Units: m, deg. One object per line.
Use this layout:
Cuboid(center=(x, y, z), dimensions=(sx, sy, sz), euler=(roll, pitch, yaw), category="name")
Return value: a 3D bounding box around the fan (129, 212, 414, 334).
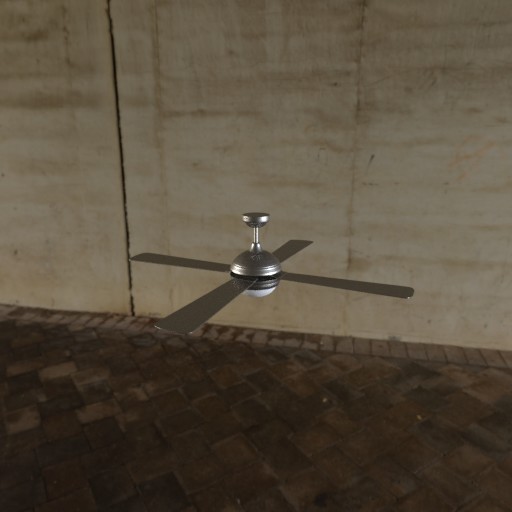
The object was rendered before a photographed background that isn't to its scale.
Cuboid(center=(0.000, 0.000, 2.024), dimensions=(1.321, 0.381, 1.321), euler=(15, 21, 43), category="fan")
